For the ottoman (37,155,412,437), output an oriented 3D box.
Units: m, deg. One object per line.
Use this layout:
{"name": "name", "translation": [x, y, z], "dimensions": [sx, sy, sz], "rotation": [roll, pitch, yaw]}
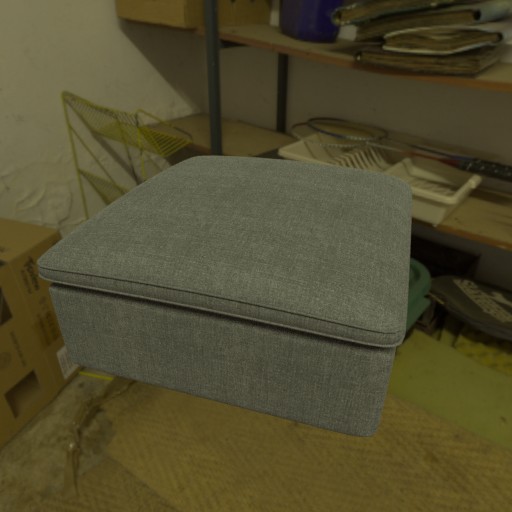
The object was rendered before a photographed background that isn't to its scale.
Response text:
{"name": "ottoman", "translation": [0.000, 0.000, 1.666], "dimensions": [1.067, 0.559, 1.067], "rotation": [9, 31, 16]}
